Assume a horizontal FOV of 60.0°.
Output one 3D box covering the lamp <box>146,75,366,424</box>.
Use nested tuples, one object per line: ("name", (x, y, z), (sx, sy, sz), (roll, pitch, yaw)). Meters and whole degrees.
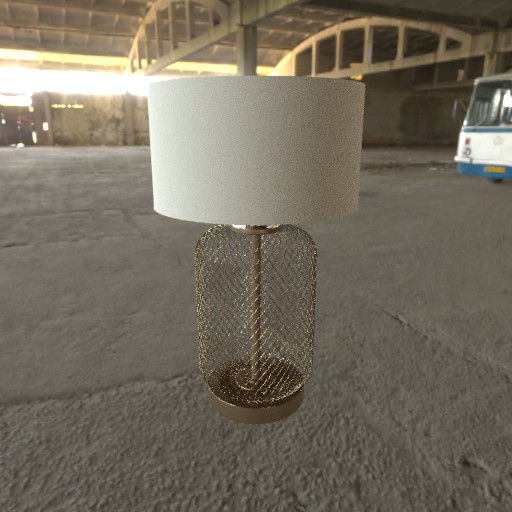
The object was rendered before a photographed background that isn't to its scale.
("lamp", (0.000, 0.000, 0.810), (0.353, 0.578, 0.353), (0, 16, 0))
